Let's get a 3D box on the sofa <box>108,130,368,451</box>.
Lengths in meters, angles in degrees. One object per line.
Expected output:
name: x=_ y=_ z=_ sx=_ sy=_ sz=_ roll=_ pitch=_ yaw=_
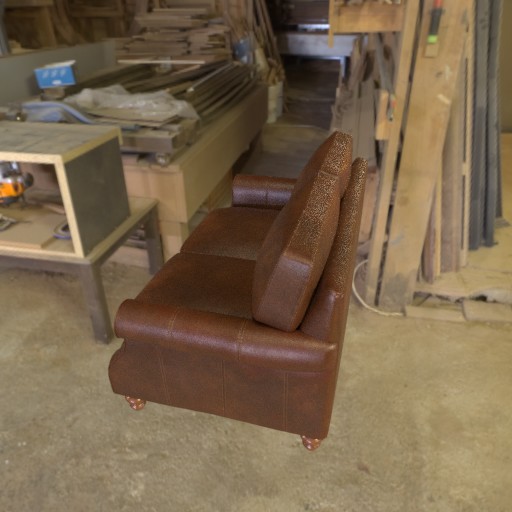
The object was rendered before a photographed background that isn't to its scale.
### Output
sofa: x=0.000 y=0.000 z=2.278 sx=0.990 sy=0.976 sz=1.616 roll=8 pitch=31 yaw=13
